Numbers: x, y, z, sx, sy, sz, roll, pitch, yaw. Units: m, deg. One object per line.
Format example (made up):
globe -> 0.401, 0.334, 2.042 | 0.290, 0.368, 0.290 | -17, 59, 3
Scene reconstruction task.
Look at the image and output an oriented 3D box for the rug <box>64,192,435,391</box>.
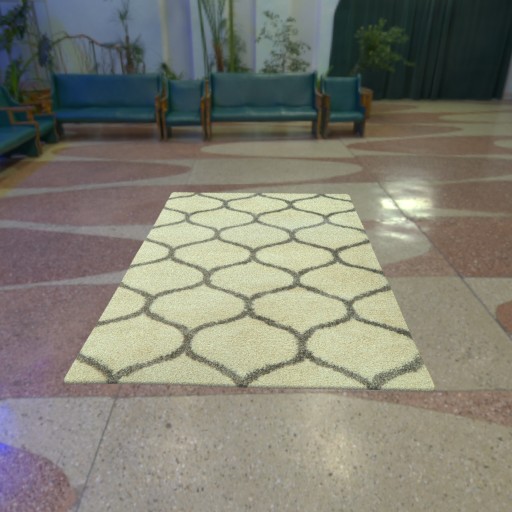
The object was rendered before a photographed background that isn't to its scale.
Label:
rug -> 0.000, 0.000, 3.323 | 1.801, 0.026, 2.701 | 1, 28, 2
